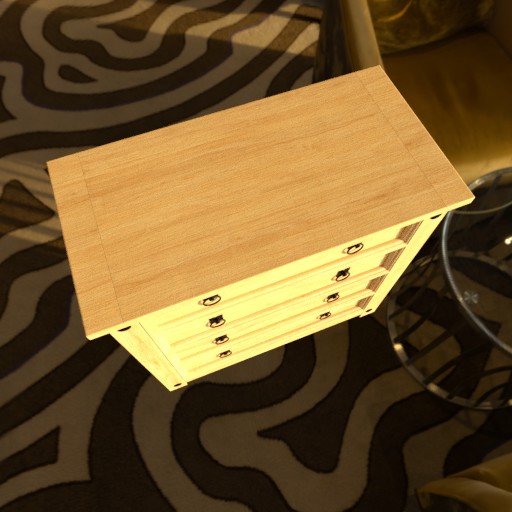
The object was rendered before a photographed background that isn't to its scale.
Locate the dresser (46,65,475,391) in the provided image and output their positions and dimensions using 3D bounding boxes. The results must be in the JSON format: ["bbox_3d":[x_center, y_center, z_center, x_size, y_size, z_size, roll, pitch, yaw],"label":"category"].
[{"bbox_3d":[0.000,0.000,1.251,0.800,0.730,0.410,-19,66,-9],"label":"dresser"}]
